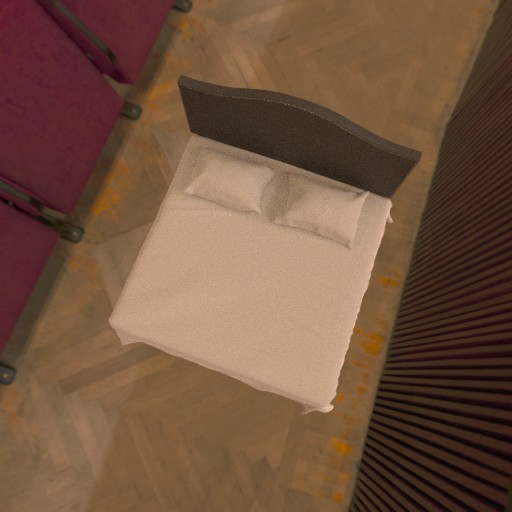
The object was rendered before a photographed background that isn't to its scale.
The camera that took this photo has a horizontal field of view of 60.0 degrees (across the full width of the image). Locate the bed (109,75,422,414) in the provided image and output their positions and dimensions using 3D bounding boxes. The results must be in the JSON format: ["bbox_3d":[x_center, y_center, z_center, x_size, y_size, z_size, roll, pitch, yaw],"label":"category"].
[{"bbox_3d":[0.000,0.000,3.777,2.314,1.651,2.219,19,76,5],"label":"bed"}]
